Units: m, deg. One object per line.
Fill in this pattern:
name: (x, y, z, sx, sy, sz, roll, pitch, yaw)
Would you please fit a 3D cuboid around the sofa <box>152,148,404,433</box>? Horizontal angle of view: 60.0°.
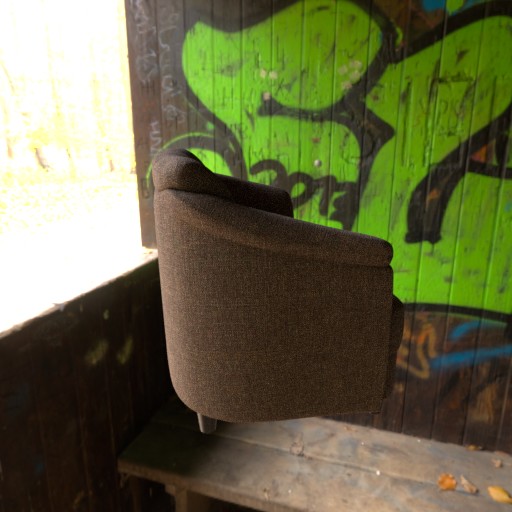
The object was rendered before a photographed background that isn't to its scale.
sofa: (0.000, 0.000, 1.910, 0.799, 0.895, 1.404, -3, 16, -10)
